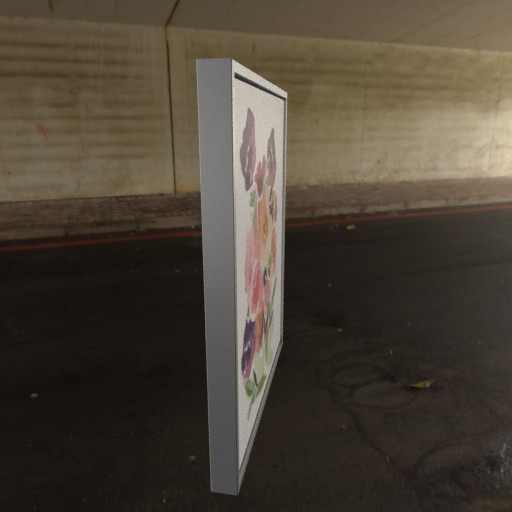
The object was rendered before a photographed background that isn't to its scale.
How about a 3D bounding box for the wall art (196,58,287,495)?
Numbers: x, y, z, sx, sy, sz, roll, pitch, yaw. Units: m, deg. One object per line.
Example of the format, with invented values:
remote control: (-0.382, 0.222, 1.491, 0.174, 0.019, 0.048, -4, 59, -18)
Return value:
wall art: (0.000, 0.000, 0.744, 0.038, 0.549, 0.452, 3, 16, 11)
